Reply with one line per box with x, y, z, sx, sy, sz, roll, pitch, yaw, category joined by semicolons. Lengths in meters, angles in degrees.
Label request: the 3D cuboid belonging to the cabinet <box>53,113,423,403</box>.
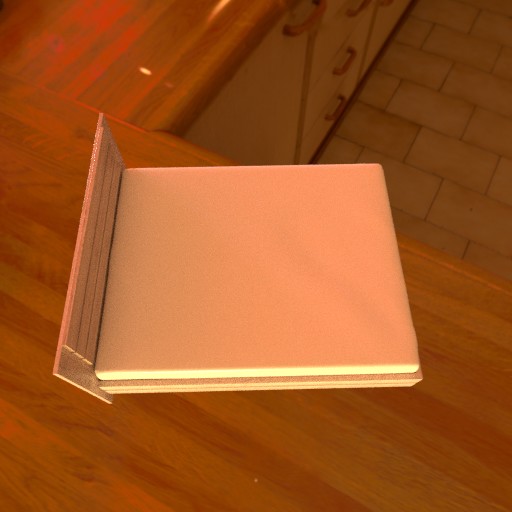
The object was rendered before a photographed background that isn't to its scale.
0.000;0.000;3.045;2.080;0.970;1.750;-1;63;-1;cabinet
